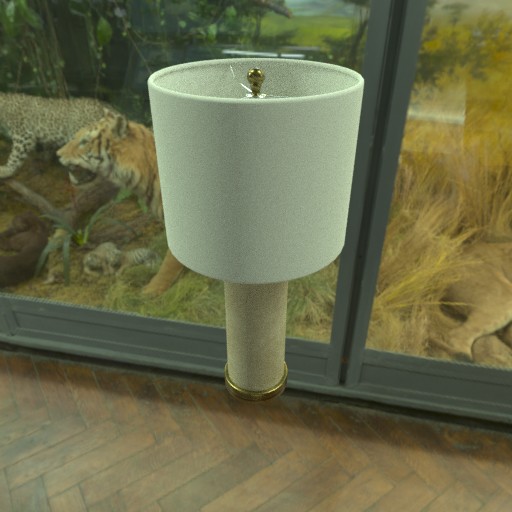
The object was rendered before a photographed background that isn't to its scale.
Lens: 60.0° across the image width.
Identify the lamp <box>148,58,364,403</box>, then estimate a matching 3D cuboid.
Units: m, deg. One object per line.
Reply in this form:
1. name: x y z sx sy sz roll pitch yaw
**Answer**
1. lamp: 0.000 0.000 0.799 0.305 0.634 0.305 -10 34 -16
